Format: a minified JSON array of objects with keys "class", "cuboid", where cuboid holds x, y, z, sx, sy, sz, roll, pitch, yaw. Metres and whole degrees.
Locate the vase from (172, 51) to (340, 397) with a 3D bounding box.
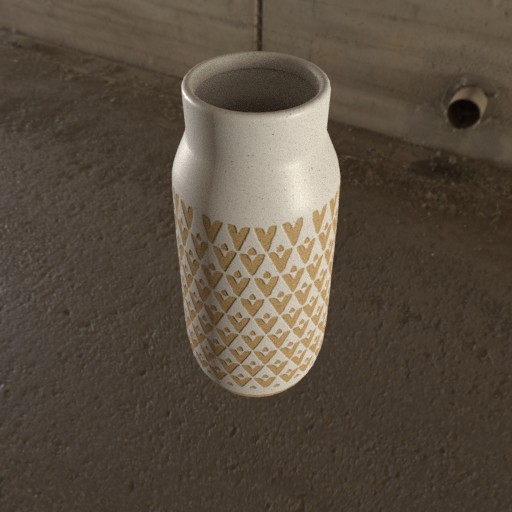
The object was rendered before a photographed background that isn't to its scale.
[{"class":"vase","cuboid":[0.000,0.000,0.378,0.137,0.307,0.137,0,46,0]}]
